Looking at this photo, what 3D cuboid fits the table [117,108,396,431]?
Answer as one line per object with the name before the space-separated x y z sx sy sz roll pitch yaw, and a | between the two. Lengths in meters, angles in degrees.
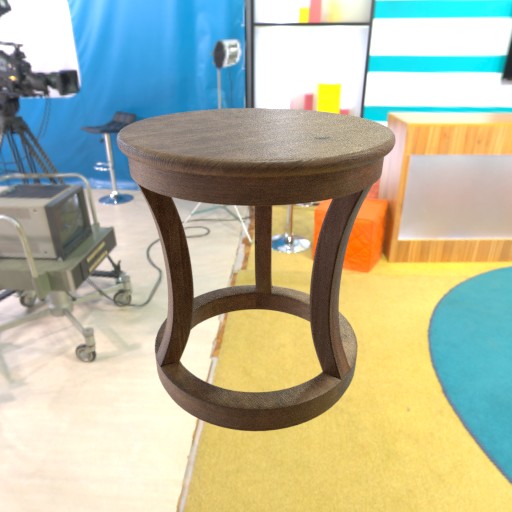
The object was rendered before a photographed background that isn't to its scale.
table | 0.000 0.000 0.810 0.432 0.460 0.432 0 26 0
